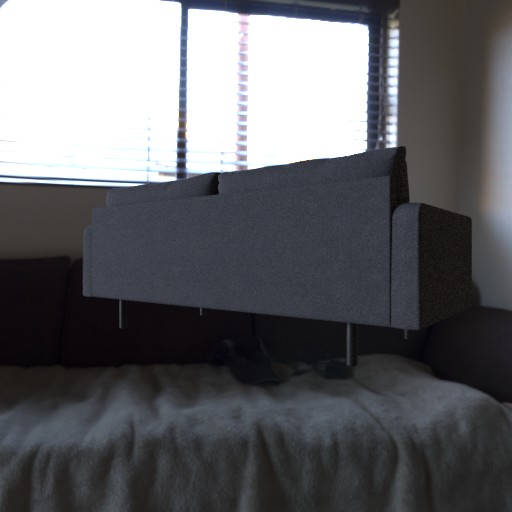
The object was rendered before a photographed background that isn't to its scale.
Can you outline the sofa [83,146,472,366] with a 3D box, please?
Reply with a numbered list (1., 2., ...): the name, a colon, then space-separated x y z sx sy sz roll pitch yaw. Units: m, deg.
1. sofa: 0.000 0.000 2.522 2.100 0.880 0.880 0 0 37
